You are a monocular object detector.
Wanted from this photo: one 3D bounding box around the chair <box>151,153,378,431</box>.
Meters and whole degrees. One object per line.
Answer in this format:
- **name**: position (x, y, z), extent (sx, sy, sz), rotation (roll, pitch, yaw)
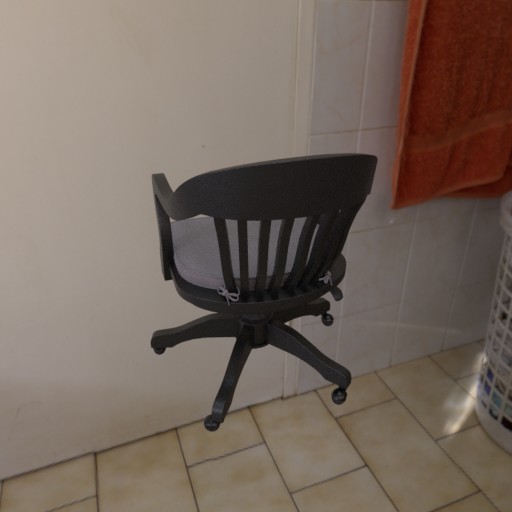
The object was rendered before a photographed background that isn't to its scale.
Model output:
- **chair**: position (0.000, 0.000, 1.490), extent (0.750, 0.878, 0.788), rotation (-9, 29, -17)
